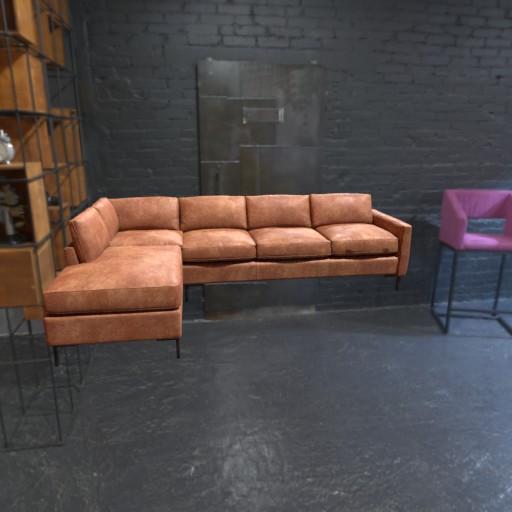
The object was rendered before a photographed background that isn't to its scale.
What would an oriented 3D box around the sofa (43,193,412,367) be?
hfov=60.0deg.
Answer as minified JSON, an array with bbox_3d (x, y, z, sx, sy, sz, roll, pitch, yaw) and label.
[{"bbox_3d":[0.000,0.000,3.864,2.984,0.877,1.938,-2,16,-8],"label":"sofa"}]
